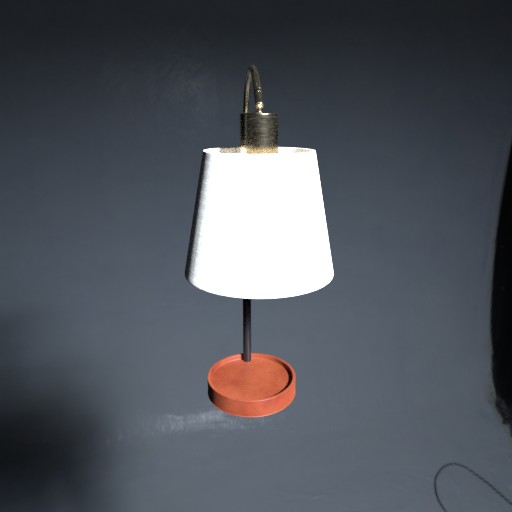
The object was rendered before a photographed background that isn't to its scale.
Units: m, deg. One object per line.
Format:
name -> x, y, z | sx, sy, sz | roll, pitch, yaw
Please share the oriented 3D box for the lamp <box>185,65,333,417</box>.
lamp -> 0.000, 0.000, 0.661 | 0.211, 0.536, 0.273 | -2, 17, -7
